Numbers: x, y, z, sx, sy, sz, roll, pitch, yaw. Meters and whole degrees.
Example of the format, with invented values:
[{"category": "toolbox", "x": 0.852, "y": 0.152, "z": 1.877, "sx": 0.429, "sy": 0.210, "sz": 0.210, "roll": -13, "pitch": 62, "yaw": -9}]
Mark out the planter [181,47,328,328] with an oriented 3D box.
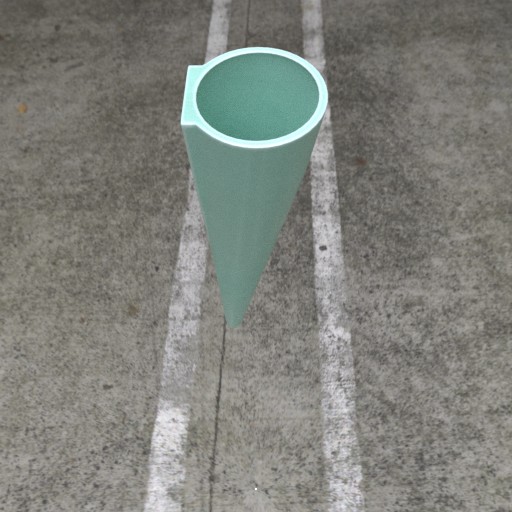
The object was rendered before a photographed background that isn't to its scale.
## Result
[{"category": "planter", "x": 0.000, "y": 0.000, "z": 0.287, "sx": 0.055, "sy": 0.268, "sz": 0.054, "roll": 1, "pitch": 62, "yaw": 1}]
